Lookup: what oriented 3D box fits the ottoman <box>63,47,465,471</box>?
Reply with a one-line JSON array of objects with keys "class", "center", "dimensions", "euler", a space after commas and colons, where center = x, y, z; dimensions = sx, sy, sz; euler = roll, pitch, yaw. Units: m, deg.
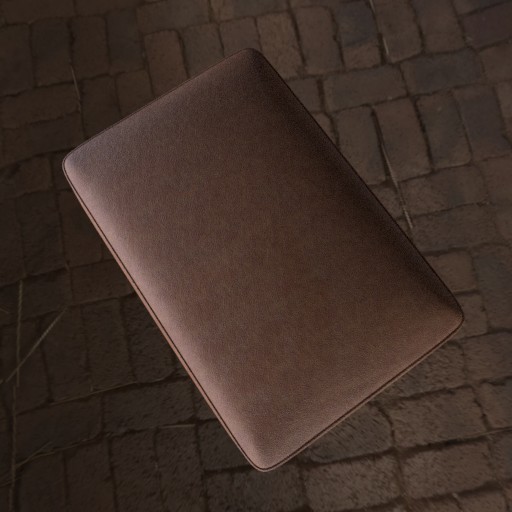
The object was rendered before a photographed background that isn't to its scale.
[{"class": "ottoman", "center": [0.000, 0.000, 1.182], "dimensions": [0.584, 0.483, 0.864], "euler": [-34, 80, -7]}]
